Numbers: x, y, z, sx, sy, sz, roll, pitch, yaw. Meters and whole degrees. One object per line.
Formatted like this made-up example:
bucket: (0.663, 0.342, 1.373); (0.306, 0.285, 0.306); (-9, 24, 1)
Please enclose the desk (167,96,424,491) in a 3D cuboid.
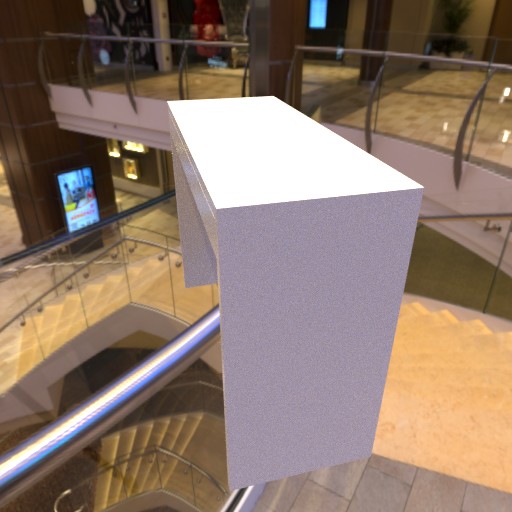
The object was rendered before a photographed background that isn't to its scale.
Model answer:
desk: (0.000, 0.000, 1.414); (0.400, 0.790, 1.000); (-7, 30, -13)
